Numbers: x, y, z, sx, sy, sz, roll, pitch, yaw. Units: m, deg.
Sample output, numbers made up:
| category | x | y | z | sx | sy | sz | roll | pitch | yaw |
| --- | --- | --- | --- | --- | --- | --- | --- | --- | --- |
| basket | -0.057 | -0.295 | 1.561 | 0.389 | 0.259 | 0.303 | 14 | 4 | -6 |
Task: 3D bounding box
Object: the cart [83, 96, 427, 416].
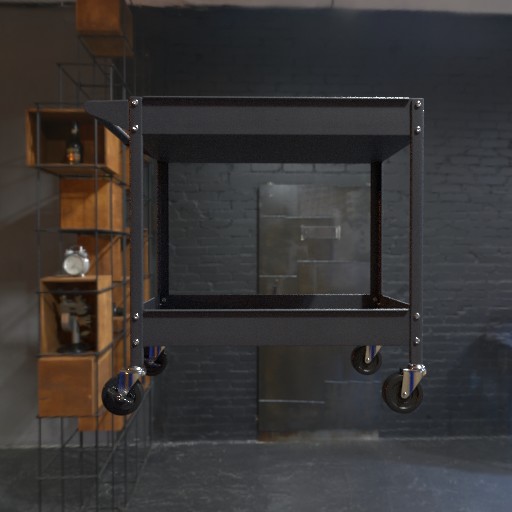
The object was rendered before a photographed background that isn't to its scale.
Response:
| category | x | y | z | sx | sy | sz | roll | pitch | yaw |
| --- | --- | --- | --- | --- | --- | --- | --- | --- | --- |
| cart | 0.000 | 0.000 | 1.163 | 0.779 | 0.719 | 0.366 | 0 | 1 | -1 |
